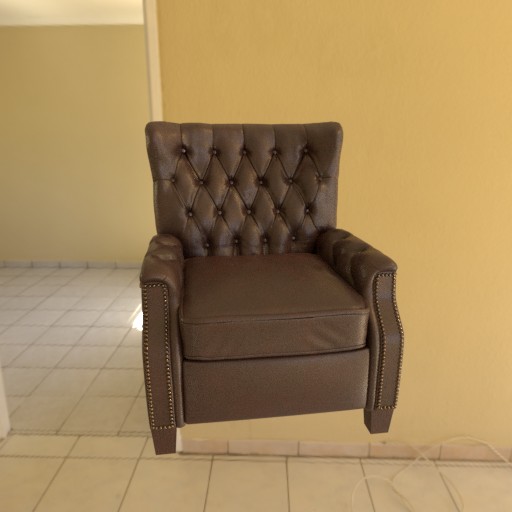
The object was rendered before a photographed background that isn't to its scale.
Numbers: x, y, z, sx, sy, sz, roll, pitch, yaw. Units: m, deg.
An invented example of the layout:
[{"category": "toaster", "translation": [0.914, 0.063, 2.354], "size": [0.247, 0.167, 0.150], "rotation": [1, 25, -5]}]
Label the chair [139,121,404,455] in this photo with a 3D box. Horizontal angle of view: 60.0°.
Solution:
[{"category": "chair", "translation": [0.000, 0.000, 1.459], "size": [0.709, 0.864, 0.823], "rotation": [-2, 16, -8]}]
